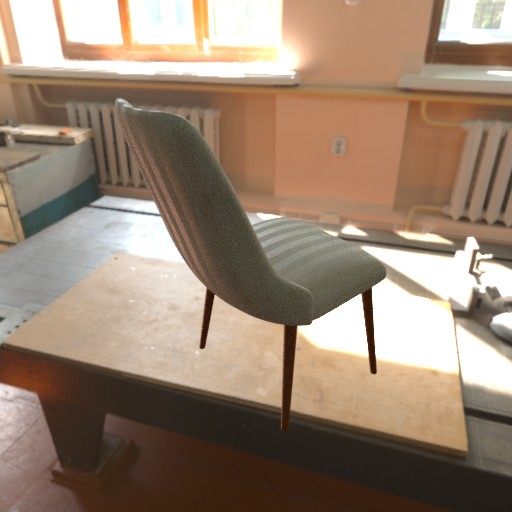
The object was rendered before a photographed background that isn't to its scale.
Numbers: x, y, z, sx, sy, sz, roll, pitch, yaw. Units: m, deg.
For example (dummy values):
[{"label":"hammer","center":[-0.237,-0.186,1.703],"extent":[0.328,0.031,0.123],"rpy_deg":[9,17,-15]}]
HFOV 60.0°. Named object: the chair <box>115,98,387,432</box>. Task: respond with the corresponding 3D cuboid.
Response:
[{"label":"chair","center":[0.000,0.000,1.318],"extent":[0.684,0.917,0.526],"rpy_deg":[-19,33,-32]}]
